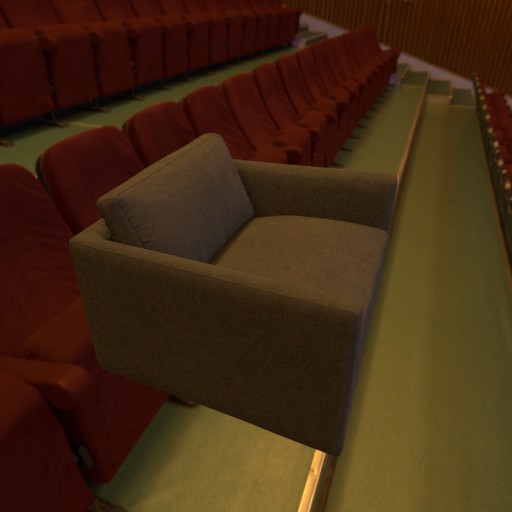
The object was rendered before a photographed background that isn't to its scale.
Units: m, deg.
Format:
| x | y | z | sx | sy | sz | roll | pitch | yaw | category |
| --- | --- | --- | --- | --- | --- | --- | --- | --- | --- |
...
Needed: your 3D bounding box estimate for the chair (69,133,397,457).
| x | y | z | sx | sy | sz | roll | pitch | yaw | category |
| --- | --- | --- | --- | --- | --- | --- | --- | --- | --- |
| 0.000 | 0.000 | 1.965 | 1.091 | 0.845 | 1.190 | 11 | 32 | 17 | chair |
